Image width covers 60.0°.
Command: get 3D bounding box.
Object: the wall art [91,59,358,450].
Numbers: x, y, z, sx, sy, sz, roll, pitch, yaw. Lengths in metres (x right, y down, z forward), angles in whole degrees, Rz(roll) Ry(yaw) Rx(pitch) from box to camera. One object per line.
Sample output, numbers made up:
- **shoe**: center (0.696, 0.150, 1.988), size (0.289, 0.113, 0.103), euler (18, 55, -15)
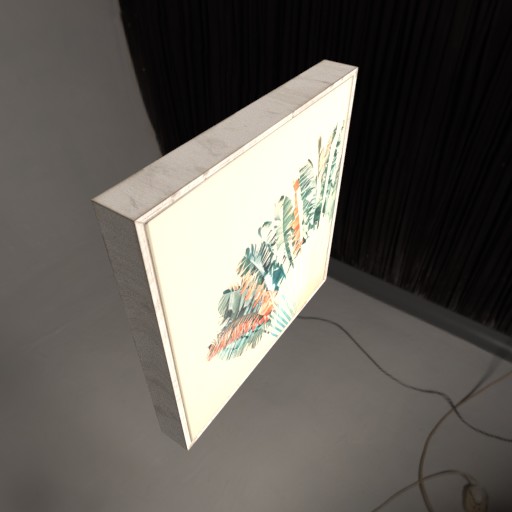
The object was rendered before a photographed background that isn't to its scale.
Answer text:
- **wall art**: center (0.000, 0.000, 0.462), size (0.038, 0.303, 0.305), euler (25, 48, 25)
